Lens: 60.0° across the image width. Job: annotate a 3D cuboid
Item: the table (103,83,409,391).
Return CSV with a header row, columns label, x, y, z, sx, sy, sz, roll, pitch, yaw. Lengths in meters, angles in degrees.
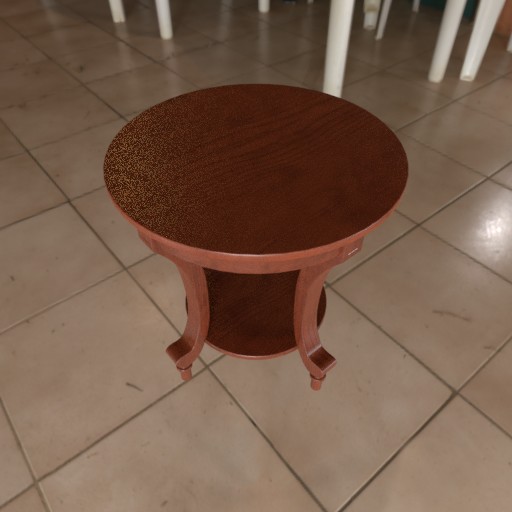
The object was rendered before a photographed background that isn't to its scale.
label,x,y,z,sx,sy,sz,roll,pitch,yaw
table,0.000,0.000,1.106,0.597,0.612,0.597,0,46,0
